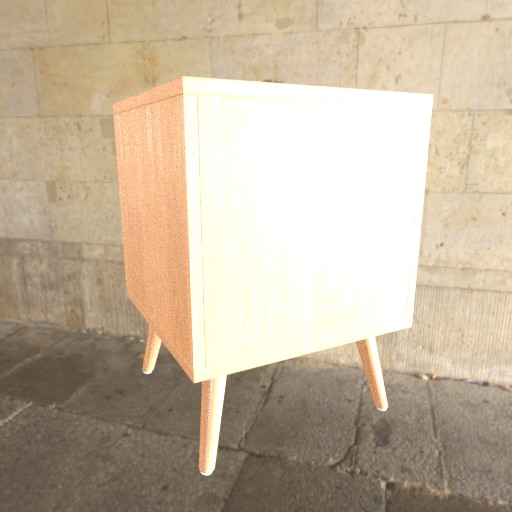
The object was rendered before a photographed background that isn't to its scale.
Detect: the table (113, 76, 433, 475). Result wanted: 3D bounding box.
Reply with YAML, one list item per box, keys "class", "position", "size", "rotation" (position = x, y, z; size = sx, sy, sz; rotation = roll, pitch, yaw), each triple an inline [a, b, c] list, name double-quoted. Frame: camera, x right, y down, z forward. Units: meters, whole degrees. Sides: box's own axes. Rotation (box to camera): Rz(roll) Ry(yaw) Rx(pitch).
- class: "table"
  position: [0.000, 0.000, 0.823]
  size: [0.400, 0.550, 0.400]
  rotation: [-7, 16, -27]
